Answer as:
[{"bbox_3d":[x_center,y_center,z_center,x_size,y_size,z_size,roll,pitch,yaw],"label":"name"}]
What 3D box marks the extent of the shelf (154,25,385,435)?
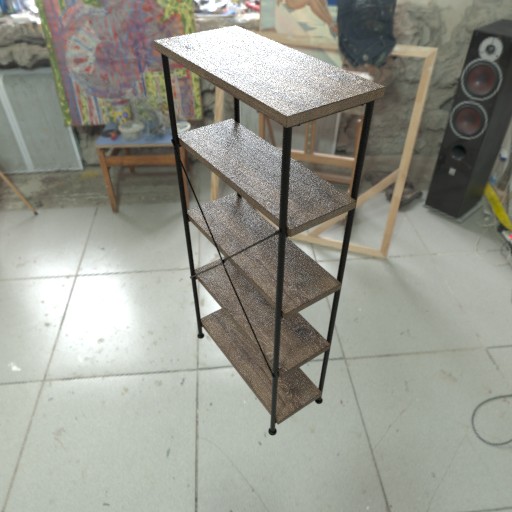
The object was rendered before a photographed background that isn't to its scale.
[{"bbox_3d":[0.000,0.000,2.012,0.360,1.700,0.800,-24,47,-25],"label":"shelf"}]
